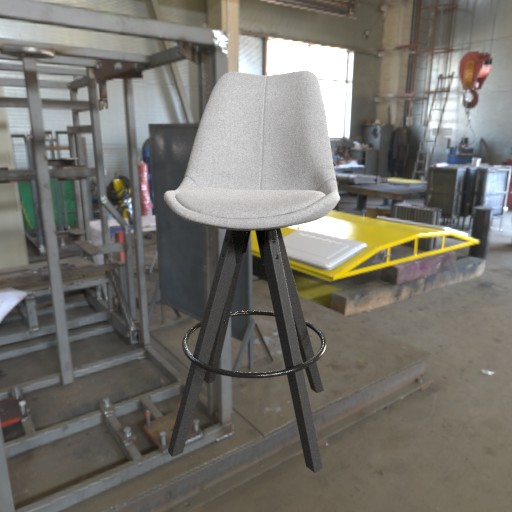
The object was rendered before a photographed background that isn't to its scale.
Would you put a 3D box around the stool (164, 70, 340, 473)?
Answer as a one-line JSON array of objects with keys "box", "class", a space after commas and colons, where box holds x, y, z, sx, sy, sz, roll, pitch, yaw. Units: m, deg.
[{"box": [0.000, 0.000, 1.362, 0.485, 1.115, 0.550, 2, 16, 9], "class": "stool"}]
